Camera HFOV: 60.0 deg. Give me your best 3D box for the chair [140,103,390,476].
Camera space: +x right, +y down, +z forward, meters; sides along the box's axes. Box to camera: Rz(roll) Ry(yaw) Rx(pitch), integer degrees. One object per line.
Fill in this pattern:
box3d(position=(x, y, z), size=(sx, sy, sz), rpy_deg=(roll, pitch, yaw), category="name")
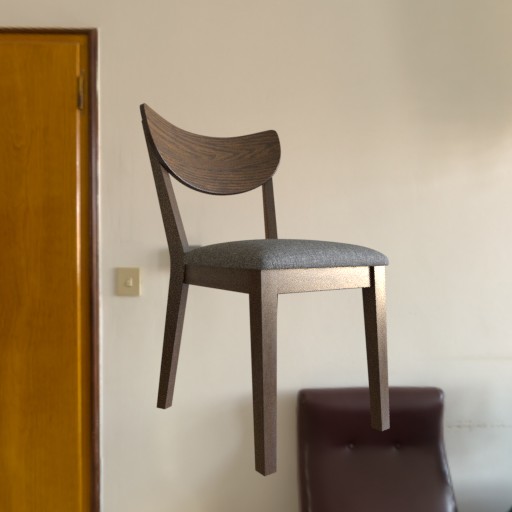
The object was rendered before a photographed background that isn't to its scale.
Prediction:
box3d(position=(0.000, 0.000, 1.205), size=(0.491, 0.849, 0.583), rpy_deg=(-1, 1, -37), category="chair")
